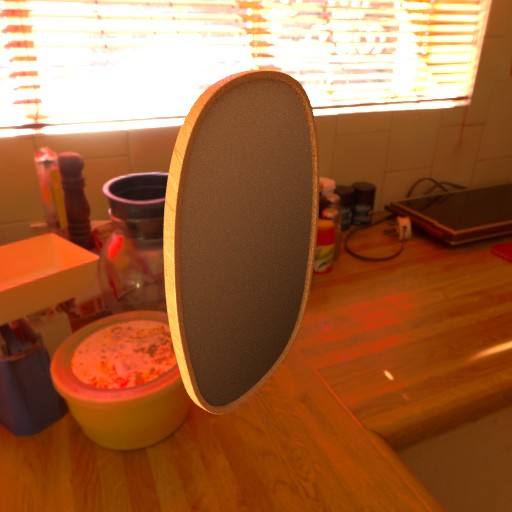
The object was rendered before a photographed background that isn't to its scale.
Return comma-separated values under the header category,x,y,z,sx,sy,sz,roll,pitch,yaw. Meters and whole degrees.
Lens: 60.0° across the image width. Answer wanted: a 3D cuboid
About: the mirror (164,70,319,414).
category,x,y,z,sx,sy,sz,roll,pitch,yaw
mirror,0.000,0.000,1.389,0.037,1.075,0.724,18,31,32
